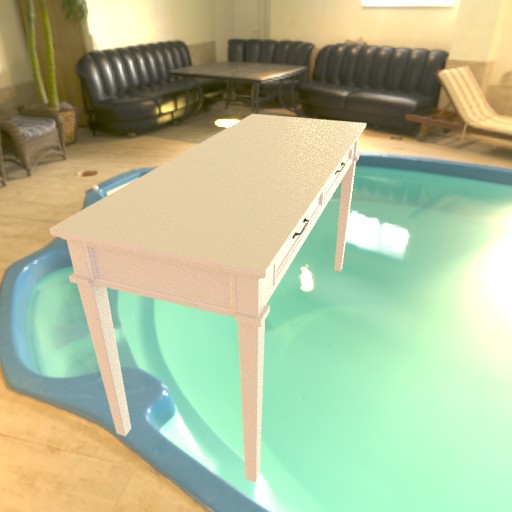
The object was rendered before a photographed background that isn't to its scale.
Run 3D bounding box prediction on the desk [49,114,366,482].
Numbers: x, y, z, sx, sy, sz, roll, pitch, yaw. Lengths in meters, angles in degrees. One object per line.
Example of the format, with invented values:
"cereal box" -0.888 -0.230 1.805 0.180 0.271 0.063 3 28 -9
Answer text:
"desk" 0.000 0.000 1.741 0.559 0.774 1.372 11 31 18
